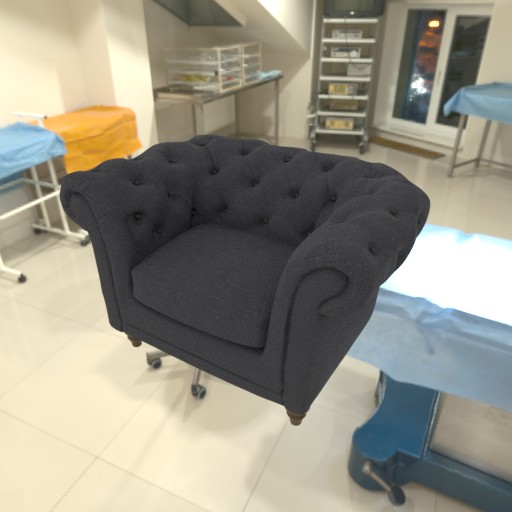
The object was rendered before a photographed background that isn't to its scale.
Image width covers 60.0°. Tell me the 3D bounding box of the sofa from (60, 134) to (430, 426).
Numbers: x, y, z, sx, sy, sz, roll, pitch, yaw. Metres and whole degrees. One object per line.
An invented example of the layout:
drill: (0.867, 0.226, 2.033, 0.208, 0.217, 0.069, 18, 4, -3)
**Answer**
sofa: (0.000, 0.000, 2.069, 1.405, 0.878, 1.032, 17, 34, 27)
